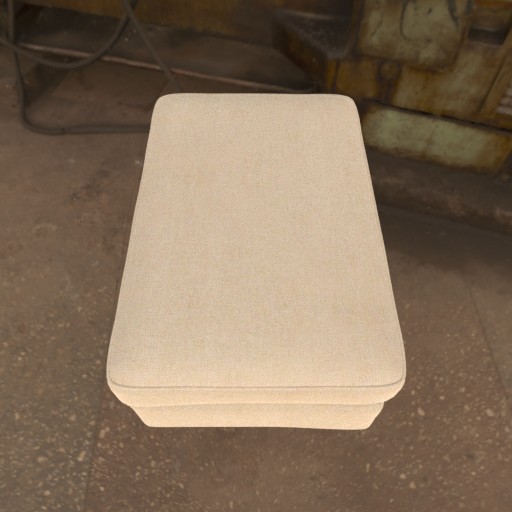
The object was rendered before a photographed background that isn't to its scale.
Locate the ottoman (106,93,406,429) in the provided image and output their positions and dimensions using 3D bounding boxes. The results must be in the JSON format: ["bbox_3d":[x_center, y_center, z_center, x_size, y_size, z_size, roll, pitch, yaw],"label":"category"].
[{"bbox_3d":[0.000,0.000,1.215,0.583,0.484,0.862,0,57,0],"label":"ottoman"}]
